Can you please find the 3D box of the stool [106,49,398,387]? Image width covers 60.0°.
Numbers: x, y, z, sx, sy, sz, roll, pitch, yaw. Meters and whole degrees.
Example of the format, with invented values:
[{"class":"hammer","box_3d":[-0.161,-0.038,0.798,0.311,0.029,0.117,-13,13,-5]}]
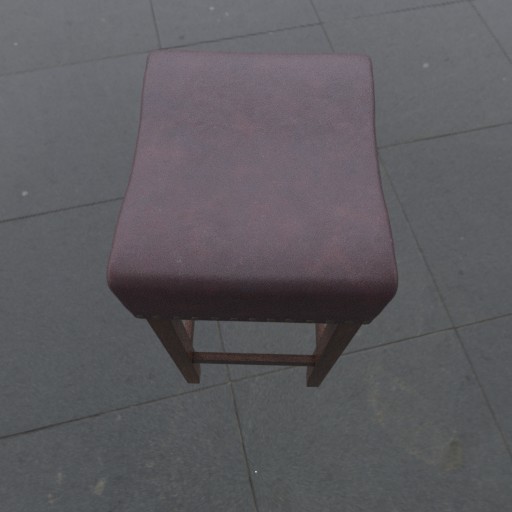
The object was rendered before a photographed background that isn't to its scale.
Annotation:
[{"class":"stool","box_3d":[0.000,0.000,1.024,0.401,0.769,0.465,1,64,1]}]
